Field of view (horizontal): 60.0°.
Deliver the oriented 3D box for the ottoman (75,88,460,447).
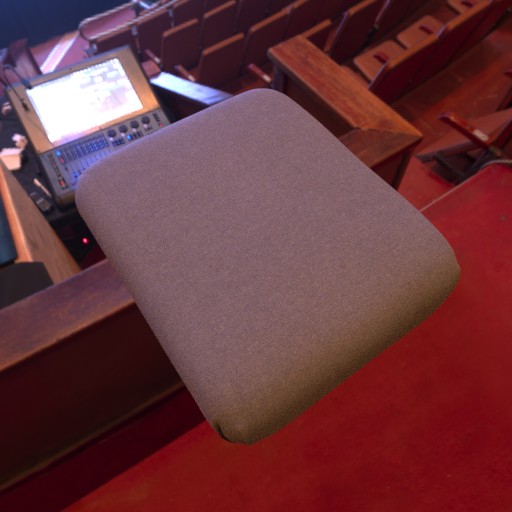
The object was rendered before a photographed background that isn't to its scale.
[{"bbox_3d":[0.000,0.000,1.111,0.622,0.450,0.747,-31,64,-17],"label":"ottoman"}]
